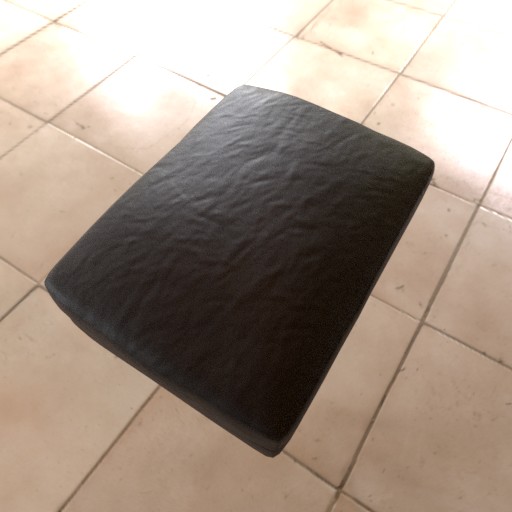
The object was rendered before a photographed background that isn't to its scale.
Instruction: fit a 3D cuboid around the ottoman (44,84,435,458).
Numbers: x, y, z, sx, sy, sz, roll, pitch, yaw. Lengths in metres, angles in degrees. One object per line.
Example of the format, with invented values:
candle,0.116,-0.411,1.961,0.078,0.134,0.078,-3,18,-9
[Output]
ottoman,0.000,0.000,1.249,0.659,0.529,0.887,28,62,17
